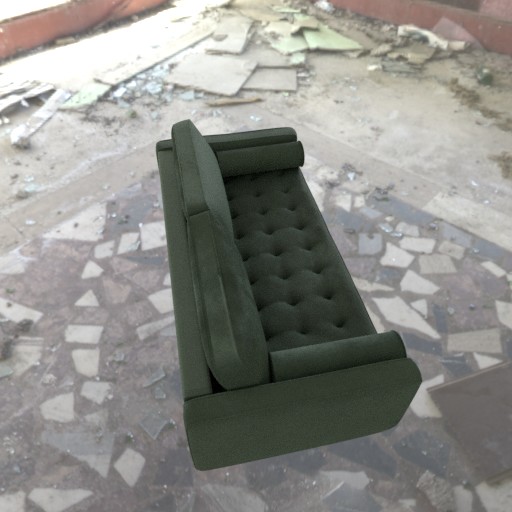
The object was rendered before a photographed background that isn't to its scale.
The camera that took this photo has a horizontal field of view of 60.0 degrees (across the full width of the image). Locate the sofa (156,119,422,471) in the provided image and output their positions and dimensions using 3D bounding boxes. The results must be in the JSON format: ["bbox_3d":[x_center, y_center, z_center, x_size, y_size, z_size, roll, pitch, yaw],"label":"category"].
[{"bbox_3d":[0.000,0.000,2.343,0.916,0.772,1.880,-9,47,-8],"label":"sofa"}]
